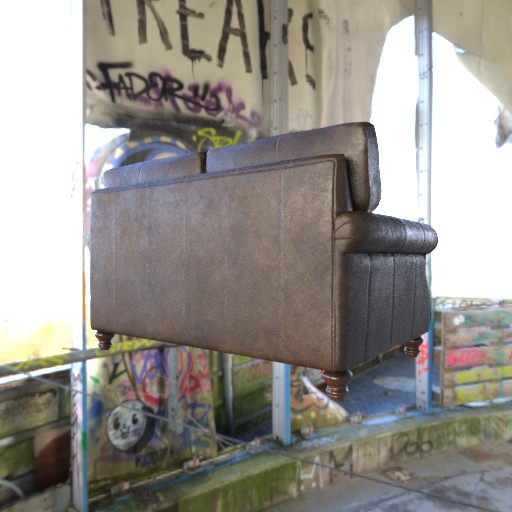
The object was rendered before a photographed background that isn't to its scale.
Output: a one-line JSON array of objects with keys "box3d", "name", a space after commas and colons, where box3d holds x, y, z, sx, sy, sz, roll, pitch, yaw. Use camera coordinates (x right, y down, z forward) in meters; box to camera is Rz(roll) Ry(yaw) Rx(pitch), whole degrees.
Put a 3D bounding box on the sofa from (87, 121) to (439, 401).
[{"box3d": [0.000, 0.000, 2.249, 1.616, 0.976, 0.990, 0, 0, 37], "name": "sofa"}]
